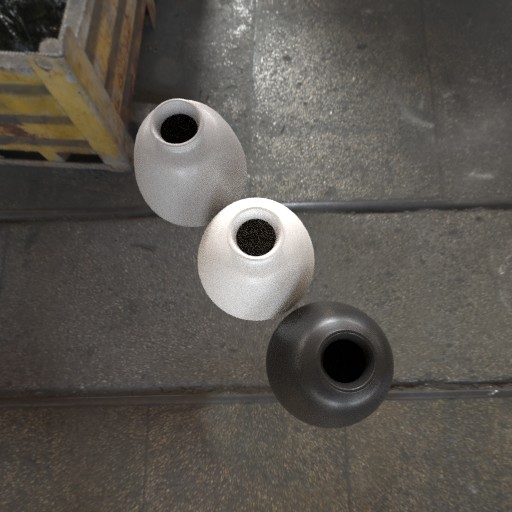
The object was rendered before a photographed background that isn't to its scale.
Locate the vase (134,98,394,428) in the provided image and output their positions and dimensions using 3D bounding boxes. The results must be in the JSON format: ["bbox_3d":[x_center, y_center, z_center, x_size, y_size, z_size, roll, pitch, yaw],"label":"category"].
[{"bbox_3d":[0.000,0.000,0.354,0.097,0.122,0.297,-34,78,-8],"label":"vase"}]
